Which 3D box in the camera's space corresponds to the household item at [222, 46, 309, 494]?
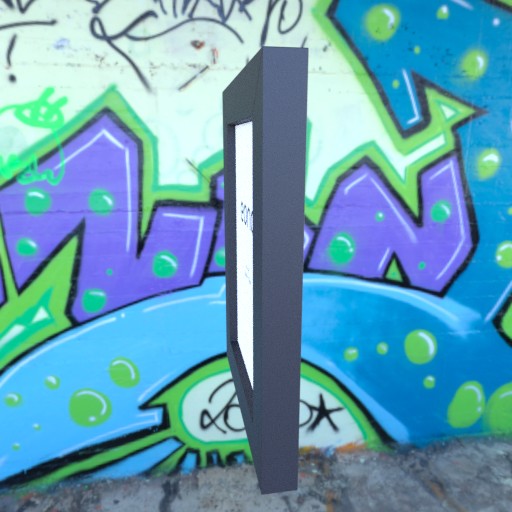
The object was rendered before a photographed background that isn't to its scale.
[{"bbox_3d":[0.000,0.000,0.233,0.022,0.178,0.133,-2,14,-10],"label":"household item"}]
